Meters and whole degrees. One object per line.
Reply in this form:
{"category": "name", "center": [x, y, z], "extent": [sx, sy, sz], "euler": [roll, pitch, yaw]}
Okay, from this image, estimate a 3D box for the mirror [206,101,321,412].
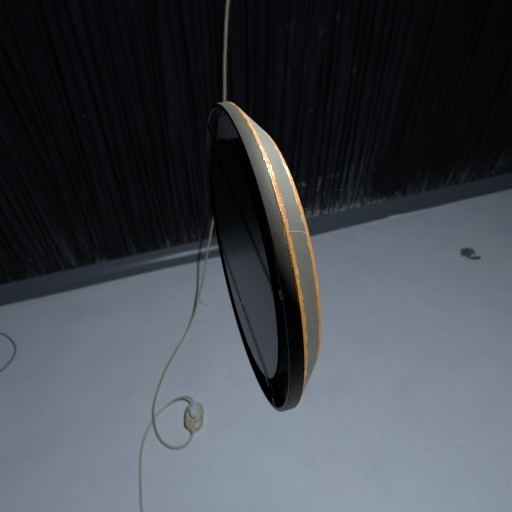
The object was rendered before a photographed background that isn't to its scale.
{"category": "mirror", "center": [0.000, 0.000, 1.360], "extent": [0.111, 0.907, 0.907], "euler": [-12, 47, -12]}
